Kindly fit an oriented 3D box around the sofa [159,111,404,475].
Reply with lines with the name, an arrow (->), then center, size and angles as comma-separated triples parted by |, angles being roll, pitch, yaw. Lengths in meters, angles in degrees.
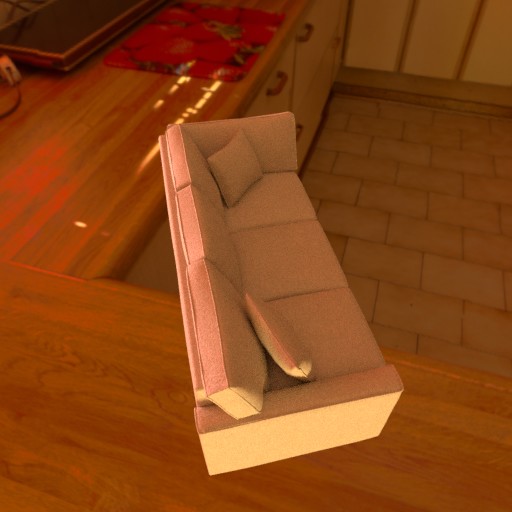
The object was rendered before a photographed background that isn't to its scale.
sofa -> 0.000, 0.000, 2.938 | 1.061, 0.962, 2.317 | -9, 48, -9
